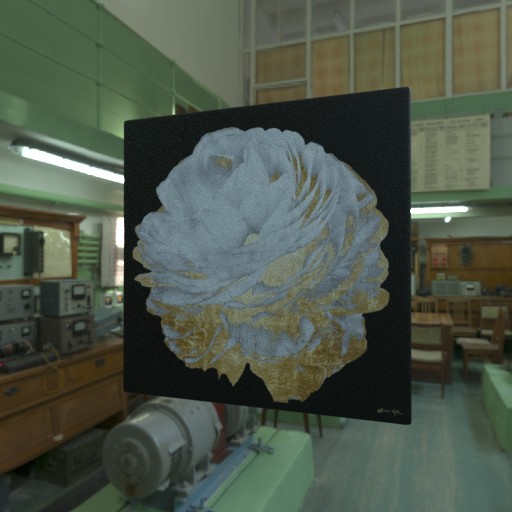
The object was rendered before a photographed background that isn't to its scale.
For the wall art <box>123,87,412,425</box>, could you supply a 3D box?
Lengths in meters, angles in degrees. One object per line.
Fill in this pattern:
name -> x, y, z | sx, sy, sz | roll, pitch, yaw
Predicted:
wall art -> 0.000, 0.000, 0.615 | 0.406, 0.407, 0.041 | 0, 0, 19
